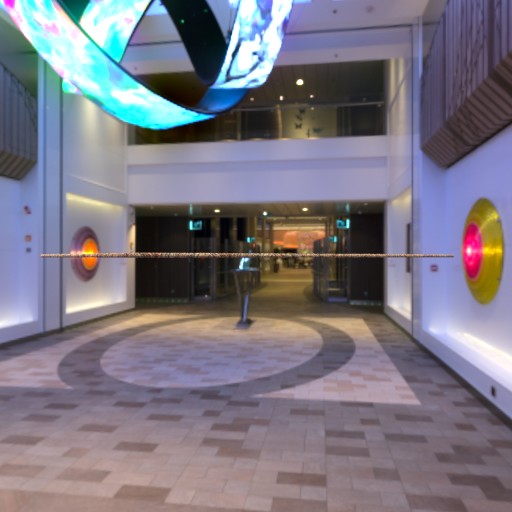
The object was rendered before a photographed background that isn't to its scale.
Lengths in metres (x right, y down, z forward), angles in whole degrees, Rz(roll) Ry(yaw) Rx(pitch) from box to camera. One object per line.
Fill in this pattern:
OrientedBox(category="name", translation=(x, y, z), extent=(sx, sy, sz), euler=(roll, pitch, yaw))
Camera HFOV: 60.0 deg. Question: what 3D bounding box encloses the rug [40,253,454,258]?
OrientedBox(category="rug", translation=(0.000, 0.000, 2.224), extent=(1.761, 0.014, 1.143), euler=(0, 0, -38))
